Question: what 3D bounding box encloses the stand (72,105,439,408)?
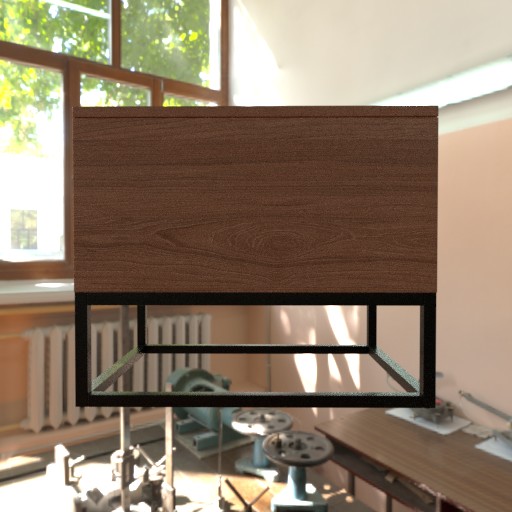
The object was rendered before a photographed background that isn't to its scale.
[{"bbox_3d":[0.000,0.000,0.940,0.600,0.500,0.420,0,1,1],"label":"stand"}]
